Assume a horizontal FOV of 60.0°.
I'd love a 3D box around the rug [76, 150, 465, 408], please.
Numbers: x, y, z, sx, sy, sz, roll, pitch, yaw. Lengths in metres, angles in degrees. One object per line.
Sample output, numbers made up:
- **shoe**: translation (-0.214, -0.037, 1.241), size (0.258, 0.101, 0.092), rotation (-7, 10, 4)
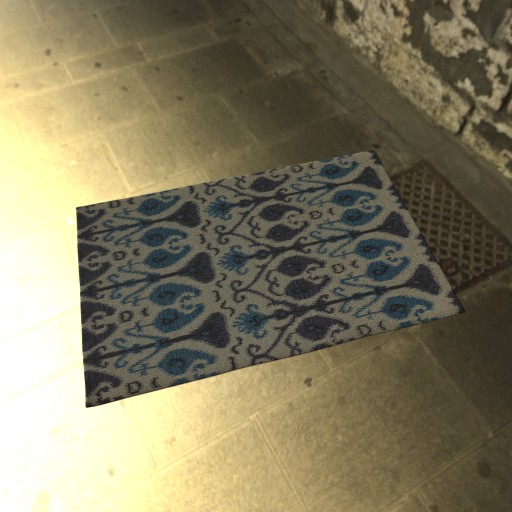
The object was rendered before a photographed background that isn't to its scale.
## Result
- **rug**: translation (0.000, 0.000, 2.176), size (1.698, 0.013, 1.072), rotation (-12, 58, -8)
